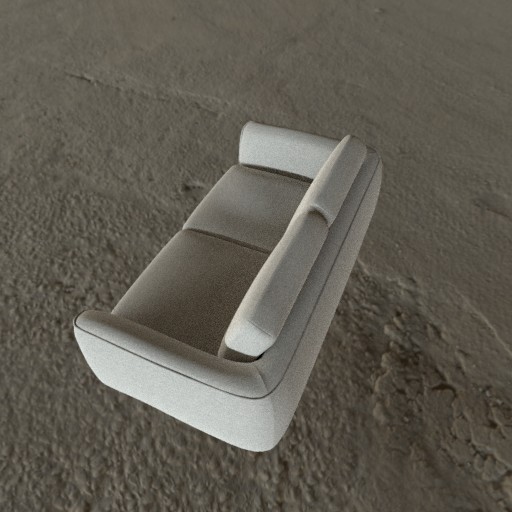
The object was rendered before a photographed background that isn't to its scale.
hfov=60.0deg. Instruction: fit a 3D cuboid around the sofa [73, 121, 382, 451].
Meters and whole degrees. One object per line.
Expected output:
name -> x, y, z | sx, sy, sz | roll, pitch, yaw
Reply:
sofa -> 0.000, 0.000, 2.237 | 0.920, 0.850, 1.700 | 18, 49, 16
